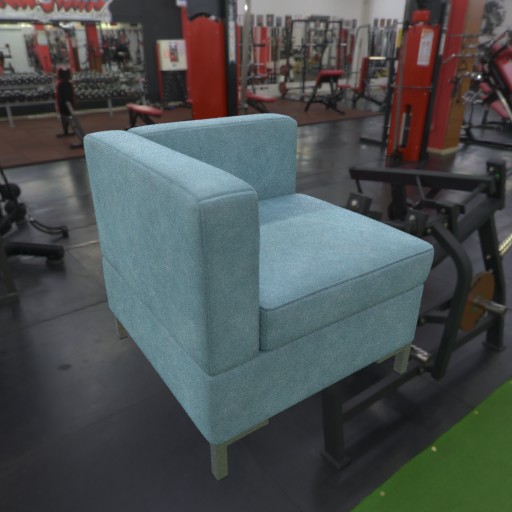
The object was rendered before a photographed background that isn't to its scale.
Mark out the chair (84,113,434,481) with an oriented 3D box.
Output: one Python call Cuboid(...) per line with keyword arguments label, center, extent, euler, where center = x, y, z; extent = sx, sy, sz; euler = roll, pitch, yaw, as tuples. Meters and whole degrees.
Cuboid(label="chair", center=(0.000, 0.000, 1.229), extent=(0.684, 0.660, 0.691), euler=(-17, 30, -31))
